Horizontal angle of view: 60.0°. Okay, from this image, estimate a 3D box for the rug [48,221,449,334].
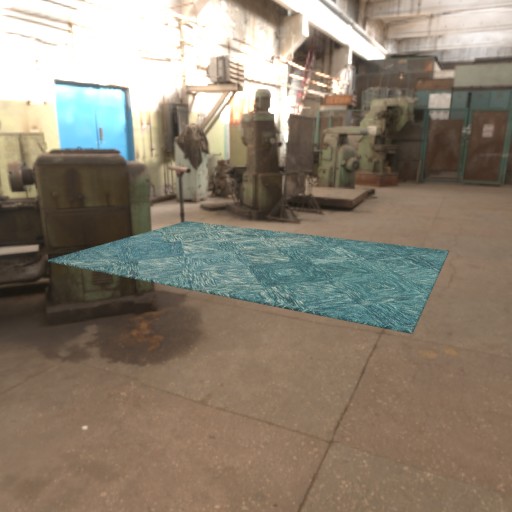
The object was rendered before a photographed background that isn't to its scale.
[{"bbox_3d":[0.000,0.000,2.992,2.277,0.015,1.490,8,18,27],"label":"rug"}]
